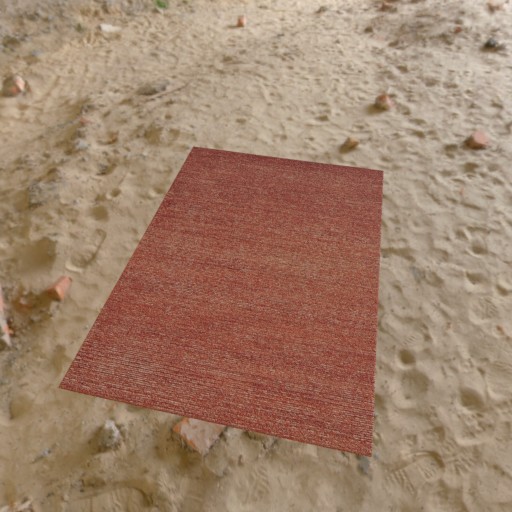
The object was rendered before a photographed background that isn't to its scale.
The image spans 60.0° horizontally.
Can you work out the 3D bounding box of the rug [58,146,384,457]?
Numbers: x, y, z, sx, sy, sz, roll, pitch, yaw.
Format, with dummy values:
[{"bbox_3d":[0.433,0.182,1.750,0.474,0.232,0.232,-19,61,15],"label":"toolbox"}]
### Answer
[{"bbox_3d":[0.000,0.000,5.124,2.803,0.025,3.965,9,48,8],"label":"rug"}]
